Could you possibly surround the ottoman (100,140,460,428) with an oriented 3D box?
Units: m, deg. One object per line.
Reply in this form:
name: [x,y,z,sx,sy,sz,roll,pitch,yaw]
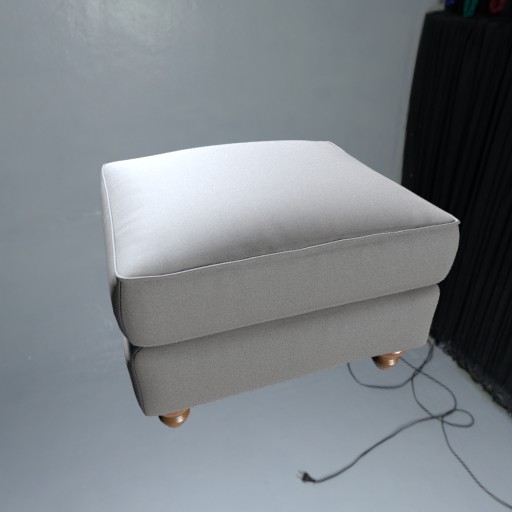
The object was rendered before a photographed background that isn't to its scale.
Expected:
ottoman: [0.000,0.000,1.156,0.721,0.505,0.662,-10,32,-16]
